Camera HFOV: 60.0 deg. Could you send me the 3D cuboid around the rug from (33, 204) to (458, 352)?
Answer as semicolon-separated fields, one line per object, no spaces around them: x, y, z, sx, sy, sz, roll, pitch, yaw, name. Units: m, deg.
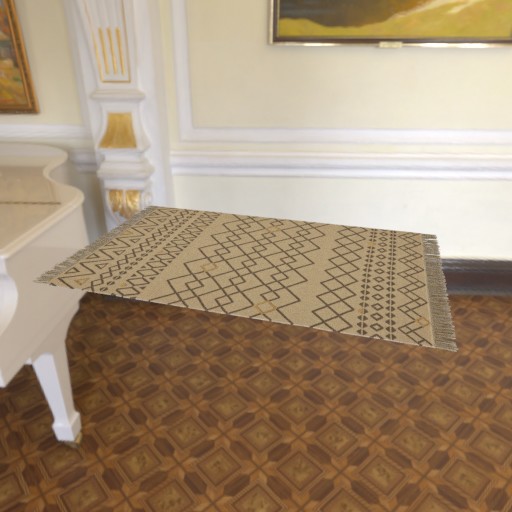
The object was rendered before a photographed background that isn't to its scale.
0.000;0.000;3.070;2.472;0.035;1.495;7;27;15;rug
